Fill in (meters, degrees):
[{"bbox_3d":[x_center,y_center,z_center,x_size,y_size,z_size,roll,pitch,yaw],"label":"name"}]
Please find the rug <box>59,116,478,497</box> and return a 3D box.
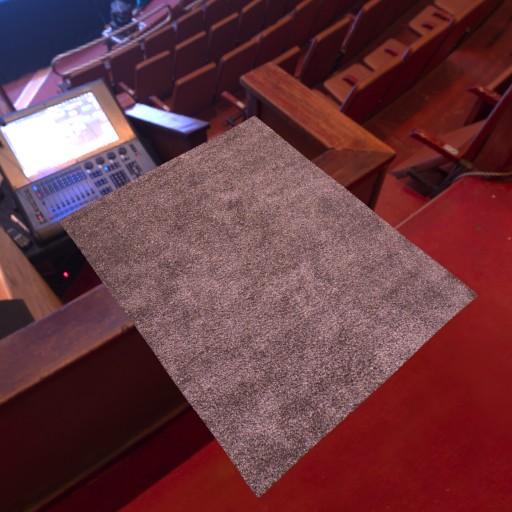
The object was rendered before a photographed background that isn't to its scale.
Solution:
[{"bbox_3d":[0.000,0.000,3.978,2.401,0.025,3.000,-34,62,-21],"label":"rug"}]
